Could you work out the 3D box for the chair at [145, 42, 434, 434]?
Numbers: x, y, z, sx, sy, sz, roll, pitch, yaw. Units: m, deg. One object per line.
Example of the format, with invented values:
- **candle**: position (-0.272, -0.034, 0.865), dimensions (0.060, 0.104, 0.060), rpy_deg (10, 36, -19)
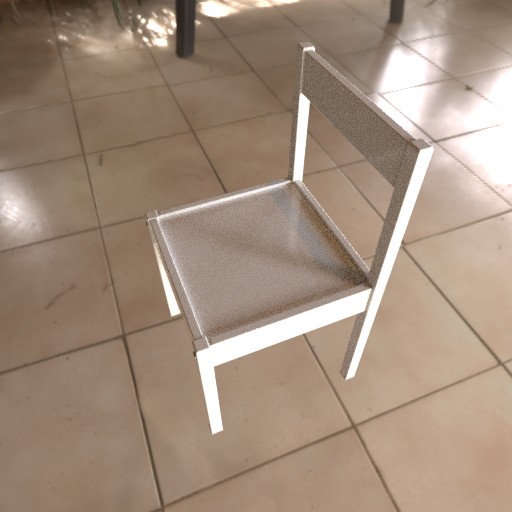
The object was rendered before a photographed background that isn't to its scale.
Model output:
- **chair**: position (0.000, 0.000, 0.696), dimensions (0.285, 0.505, 0.285), rpy_deg (-17, 50, -15)
